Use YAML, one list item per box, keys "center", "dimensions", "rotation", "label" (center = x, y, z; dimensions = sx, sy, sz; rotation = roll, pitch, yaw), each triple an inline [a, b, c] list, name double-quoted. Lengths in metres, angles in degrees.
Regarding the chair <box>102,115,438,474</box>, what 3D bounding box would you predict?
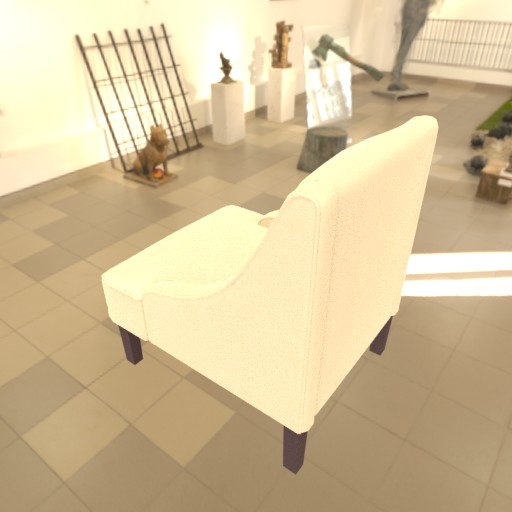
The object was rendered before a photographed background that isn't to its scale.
- center: [0.000, 0.000, 1.451]
  dimensions: [0.806, 0.886, 0.689]
  rotation: [22, 39, 30]
  label: "chair"
